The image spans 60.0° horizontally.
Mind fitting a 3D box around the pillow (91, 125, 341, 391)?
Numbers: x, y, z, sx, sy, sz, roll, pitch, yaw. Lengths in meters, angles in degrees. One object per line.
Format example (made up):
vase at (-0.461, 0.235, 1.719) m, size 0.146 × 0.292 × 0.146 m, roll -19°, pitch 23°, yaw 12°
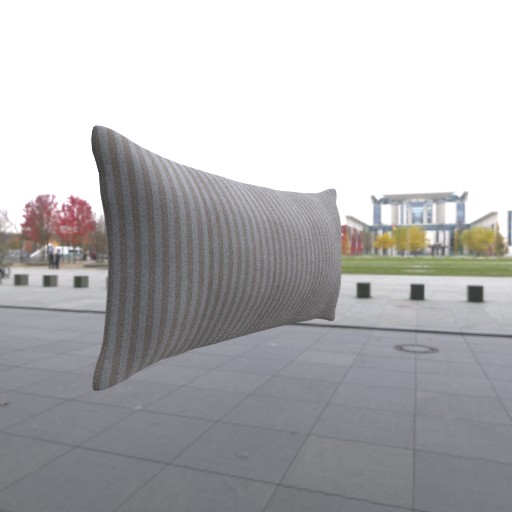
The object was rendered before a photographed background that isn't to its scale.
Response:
pillow at (0.000, 0.000, 0.735) m, size 0.151 × 0.295 × 0.617 m, roll 0°, pitch 1°, yaw 35°
